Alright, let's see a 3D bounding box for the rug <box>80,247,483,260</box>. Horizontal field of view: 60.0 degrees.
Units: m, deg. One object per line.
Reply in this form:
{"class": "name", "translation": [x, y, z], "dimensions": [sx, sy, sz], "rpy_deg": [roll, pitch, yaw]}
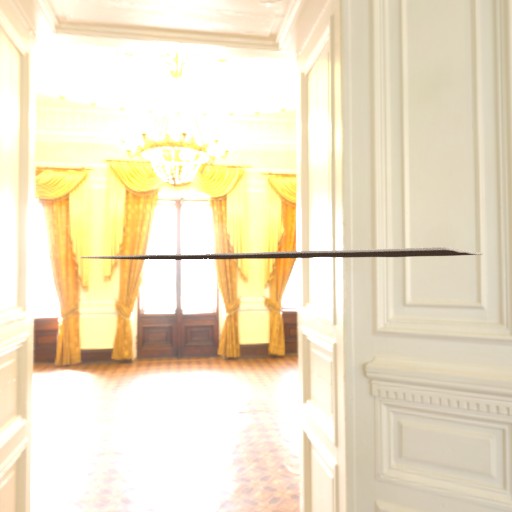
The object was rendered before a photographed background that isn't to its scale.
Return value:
{"class": "rug", "translation": [0.000, 0.000, 2.717], "dimensions": [2.383, 0.018, 0.857], "rpy_deg": [-1, -2, 35]}
